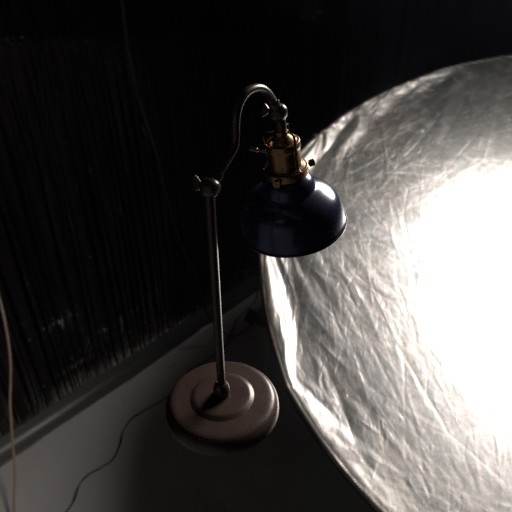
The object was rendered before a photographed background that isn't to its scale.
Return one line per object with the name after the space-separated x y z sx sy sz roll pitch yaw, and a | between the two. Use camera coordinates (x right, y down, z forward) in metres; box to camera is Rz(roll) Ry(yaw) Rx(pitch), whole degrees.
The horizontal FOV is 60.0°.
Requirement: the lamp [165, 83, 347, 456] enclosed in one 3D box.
0.000 0.000 0.694 0.192 0.508 0.374 21 36 33 | lamp
